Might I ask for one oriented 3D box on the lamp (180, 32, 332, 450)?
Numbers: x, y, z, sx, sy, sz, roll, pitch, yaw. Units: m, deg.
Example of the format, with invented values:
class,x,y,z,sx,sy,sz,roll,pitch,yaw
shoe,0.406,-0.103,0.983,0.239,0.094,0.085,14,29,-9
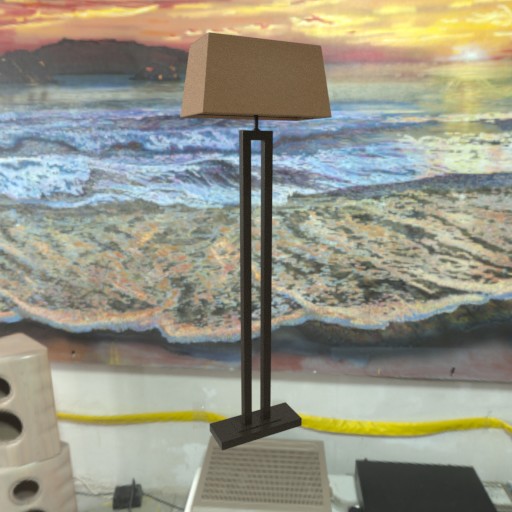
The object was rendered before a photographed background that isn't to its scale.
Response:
class,x,y,z,sx,sy,sz,roll,pitch,yaw
lamp,0.000,0.000,1.663,0.475,1.469,0.233,-7,15,-25
